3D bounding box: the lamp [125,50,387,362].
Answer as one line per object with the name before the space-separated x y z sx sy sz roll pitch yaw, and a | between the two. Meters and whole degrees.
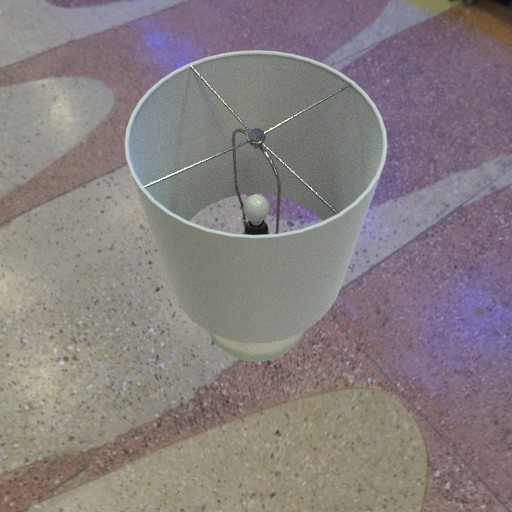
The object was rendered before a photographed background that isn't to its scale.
lamp | 0.000 0.000 0.541 0.217 0.404 0.217 -31 63 -17
